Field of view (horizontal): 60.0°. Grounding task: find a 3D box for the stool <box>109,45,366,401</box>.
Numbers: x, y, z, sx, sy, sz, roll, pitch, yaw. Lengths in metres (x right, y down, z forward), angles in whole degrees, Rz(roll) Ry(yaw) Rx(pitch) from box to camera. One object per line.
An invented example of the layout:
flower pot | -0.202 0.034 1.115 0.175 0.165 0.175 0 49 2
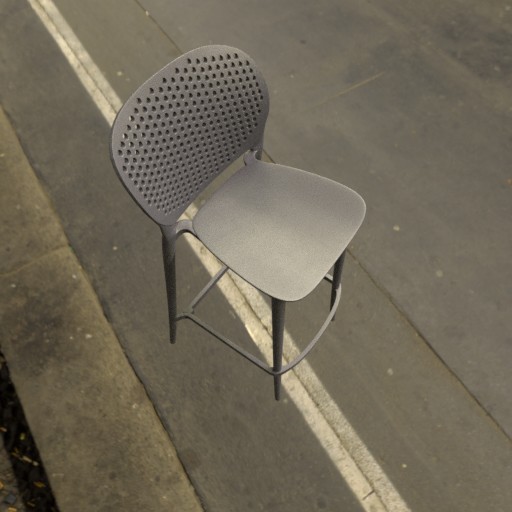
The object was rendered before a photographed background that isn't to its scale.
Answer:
stool | 0.000 0.000 1.327 0.535 1.045 0.536 32 65 17
